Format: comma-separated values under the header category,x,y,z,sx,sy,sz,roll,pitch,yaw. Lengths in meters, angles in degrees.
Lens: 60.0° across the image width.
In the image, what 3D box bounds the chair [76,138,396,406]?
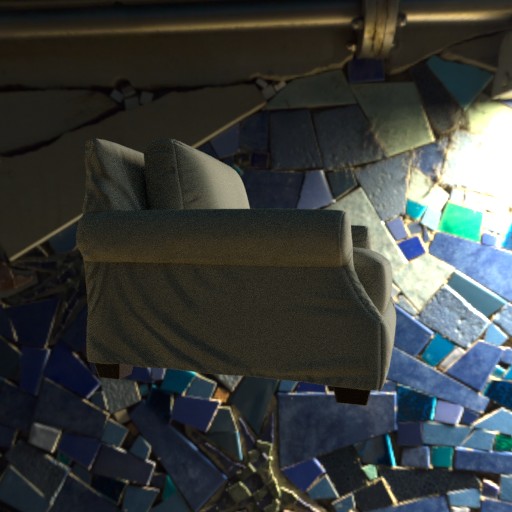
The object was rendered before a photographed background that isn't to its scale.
category,x,y,z,sx,sy,sz,roll,pitch,yaw
chair,0.000,0.000,1.779,1.066,0.866,0.940,0,0,19
